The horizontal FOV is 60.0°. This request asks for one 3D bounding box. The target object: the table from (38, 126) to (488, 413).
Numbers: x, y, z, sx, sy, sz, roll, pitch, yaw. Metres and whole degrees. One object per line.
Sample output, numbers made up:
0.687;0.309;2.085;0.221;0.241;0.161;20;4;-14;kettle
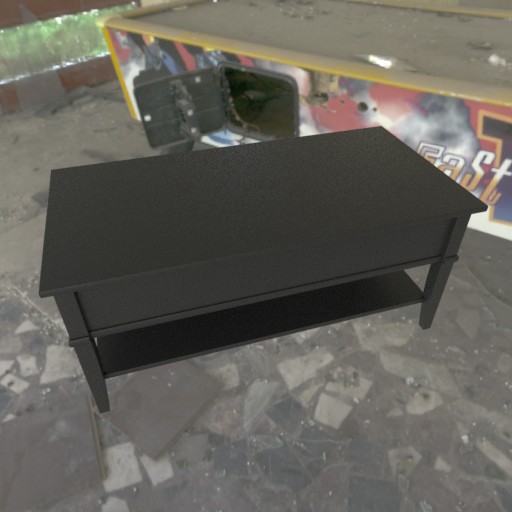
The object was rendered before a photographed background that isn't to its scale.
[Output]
0.000;0.000;1.317;1.044;0.470;0.523;-11;40;-13;table
